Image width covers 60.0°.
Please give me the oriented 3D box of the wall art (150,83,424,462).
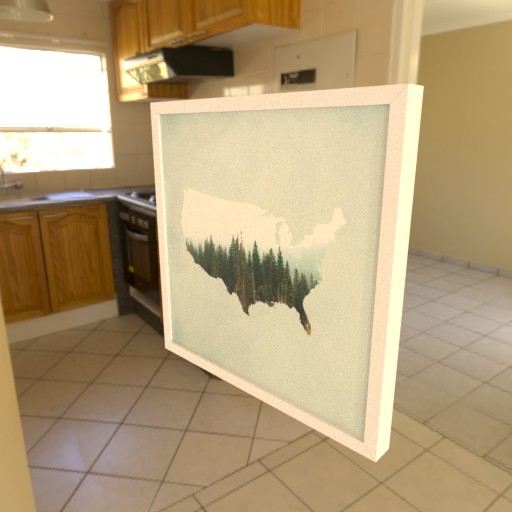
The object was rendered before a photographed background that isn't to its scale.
[{"bbox_3d":[0.000,0.000,0.448,0.304,0.304,0.024,14,21,41],"label":"wall art"}]
